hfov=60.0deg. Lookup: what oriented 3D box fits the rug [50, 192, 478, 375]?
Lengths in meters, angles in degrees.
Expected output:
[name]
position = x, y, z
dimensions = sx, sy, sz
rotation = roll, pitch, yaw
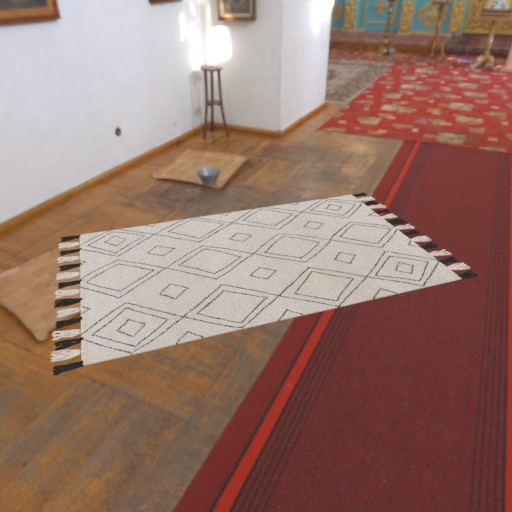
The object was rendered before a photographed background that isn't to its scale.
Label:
[rug]
position = 0.000, 0.000, 3.245
dimensions = 2.755, 0.021, 1.524
rotation = -10, 33, -16
